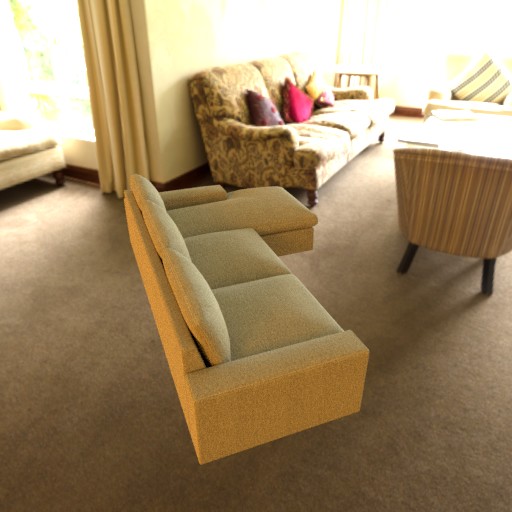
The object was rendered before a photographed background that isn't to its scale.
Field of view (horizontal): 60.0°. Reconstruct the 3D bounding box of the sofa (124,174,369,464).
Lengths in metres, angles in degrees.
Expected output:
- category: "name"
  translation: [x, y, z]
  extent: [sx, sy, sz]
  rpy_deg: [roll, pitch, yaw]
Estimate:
- category: "sofa"
  translation: [0.000, 0.000, 3.503]
  extent: [1.689, 0.813, 2.718]
  rpy_deg: [-11, 31, -18]
